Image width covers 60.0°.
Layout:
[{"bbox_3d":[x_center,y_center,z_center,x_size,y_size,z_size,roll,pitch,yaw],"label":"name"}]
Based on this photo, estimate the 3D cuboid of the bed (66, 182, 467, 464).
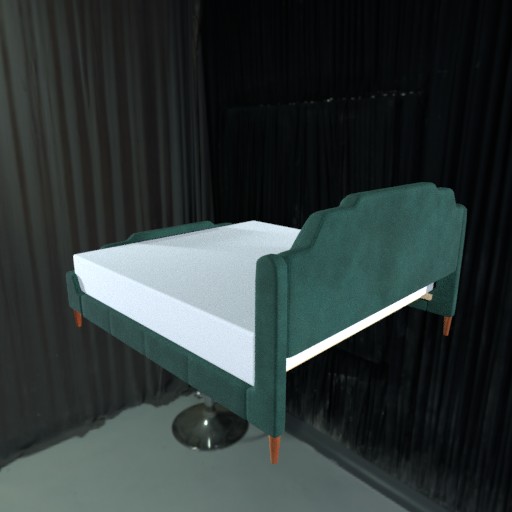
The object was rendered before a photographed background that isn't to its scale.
[{"bbox_3d":[0.000,0.000,3.442,2.074,1.245,2.340,-15,21,-43],"label":"bed"}]
